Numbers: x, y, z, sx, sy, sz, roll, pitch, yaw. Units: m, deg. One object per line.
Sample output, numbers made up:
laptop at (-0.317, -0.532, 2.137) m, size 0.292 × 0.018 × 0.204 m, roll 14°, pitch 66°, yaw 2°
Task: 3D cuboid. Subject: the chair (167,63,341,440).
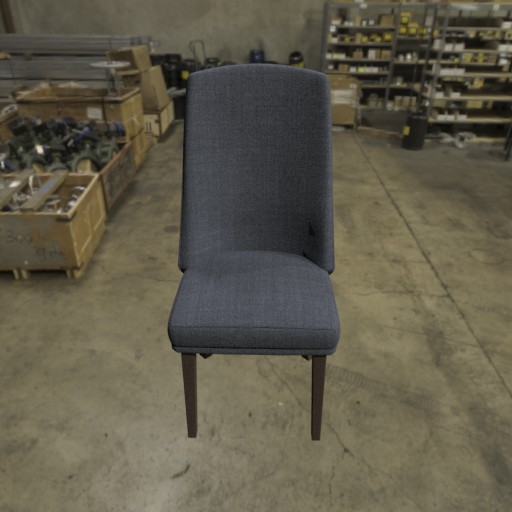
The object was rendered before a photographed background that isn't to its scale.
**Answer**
chair at (0.000, 0.000, 1.384) m, size 0.510 × 1.050 × 0.577 m, roll 1°, pitch 29°, yaw 1°
